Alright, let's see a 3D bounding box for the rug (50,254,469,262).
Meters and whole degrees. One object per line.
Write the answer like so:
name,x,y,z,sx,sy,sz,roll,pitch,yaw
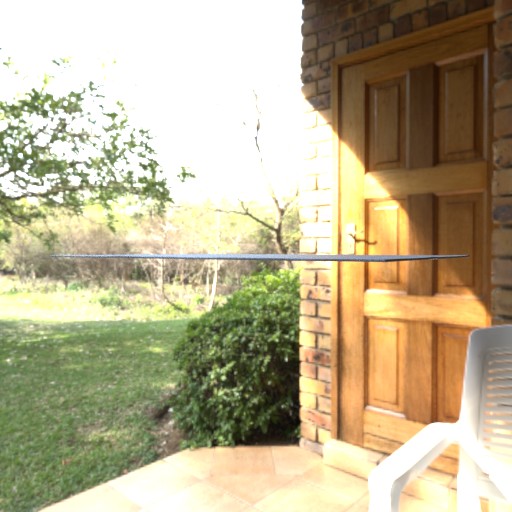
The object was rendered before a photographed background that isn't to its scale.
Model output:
rug,0.000,0.000,2.319,1.835,0.012,1.231,1,1,36
